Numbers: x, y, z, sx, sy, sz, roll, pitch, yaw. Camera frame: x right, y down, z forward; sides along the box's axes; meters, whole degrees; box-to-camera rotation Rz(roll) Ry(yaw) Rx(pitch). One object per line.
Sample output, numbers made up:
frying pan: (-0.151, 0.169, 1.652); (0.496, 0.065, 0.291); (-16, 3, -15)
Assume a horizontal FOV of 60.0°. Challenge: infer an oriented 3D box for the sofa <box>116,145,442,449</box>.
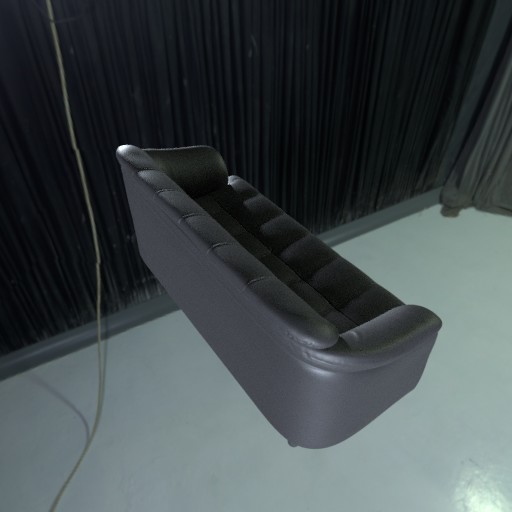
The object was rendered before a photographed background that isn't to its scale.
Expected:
sofa: (0.000, 0.000, 2.268); (0.800, 0.811, 1.829); (-25, 47, -26)
